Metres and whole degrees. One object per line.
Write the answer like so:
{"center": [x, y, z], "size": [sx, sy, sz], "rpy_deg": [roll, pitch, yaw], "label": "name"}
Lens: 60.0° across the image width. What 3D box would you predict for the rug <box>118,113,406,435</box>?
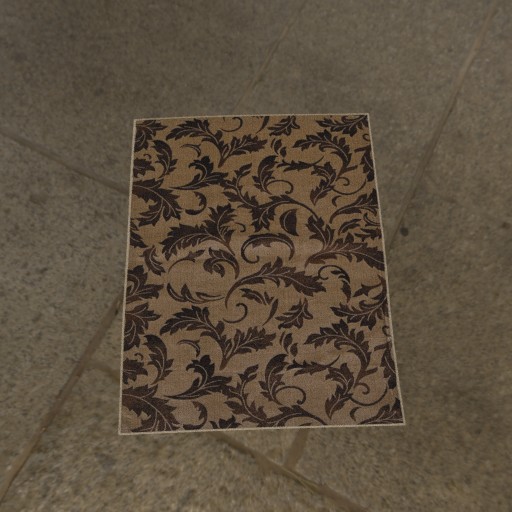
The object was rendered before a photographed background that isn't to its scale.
{"center": [0.000, 0.000, 4.057], "size": [2.380, 0.008, 2.977], "rpy_deg": [-2, 74, -1], "label": "rug"}
